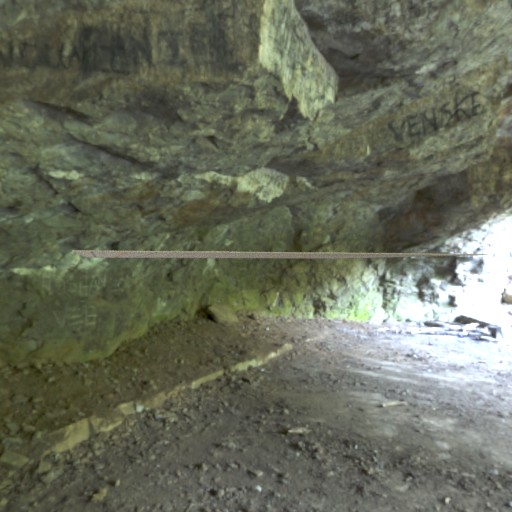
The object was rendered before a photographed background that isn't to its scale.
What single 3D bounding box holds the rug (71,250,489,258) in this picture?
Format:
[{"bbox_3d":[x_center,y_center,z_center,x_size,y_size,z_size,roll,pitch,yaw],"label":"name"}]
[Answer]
[{"bbox_3d":[0.000,0.000,4.149,3.048,0.012,2.444,0,-1,-19],"label":"rug"}]
